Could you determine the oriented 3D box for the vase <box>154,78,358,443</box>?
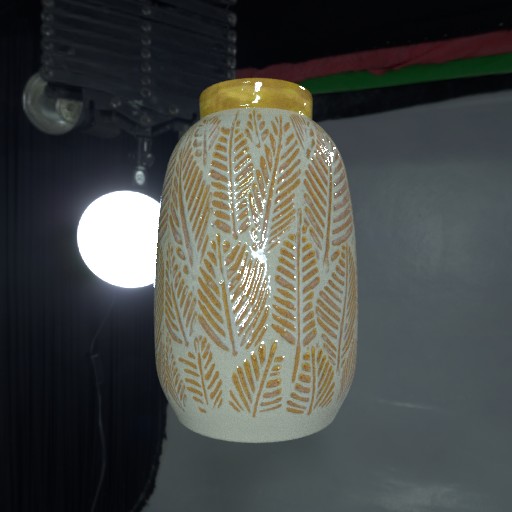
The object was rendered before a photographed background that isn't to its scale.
[{"bbox_3d":[0.000,0.000,0.382,0.172,0.270,0.172,0,0,0],"label":"vase"}]
